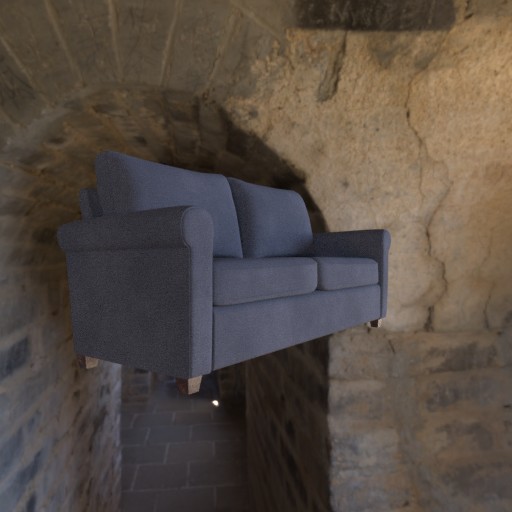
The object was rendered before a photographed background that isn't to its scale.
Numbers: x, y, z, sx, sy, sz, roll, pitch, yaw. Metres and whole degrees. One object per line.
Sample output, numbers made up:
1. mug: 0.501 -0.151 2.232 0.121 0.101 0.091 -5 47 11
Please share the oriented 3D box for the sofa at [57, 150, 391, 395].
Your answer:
1. sofa: 0.000 0.000 2.448 0.842 0.942 1.935 0 0 36
